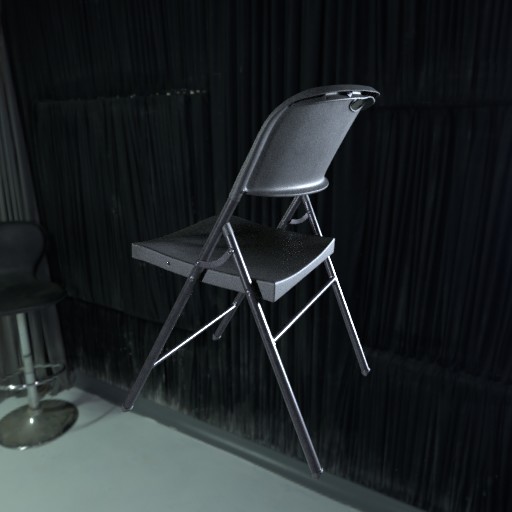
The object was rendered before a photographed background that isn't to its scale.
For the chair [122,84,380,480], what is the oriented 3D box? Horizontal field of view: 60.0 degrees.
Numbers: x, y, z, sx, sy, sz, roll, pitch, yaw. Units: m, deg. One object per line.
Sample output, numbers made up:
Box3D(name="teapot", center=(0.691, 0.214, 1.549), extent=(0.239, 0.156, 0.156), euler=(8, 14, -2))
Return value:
Box3D(name="chair", center=(0.000, 0.000, 1.160), extent=(0.566, 0.810, 0.494), euler=(8, 18, 25))
